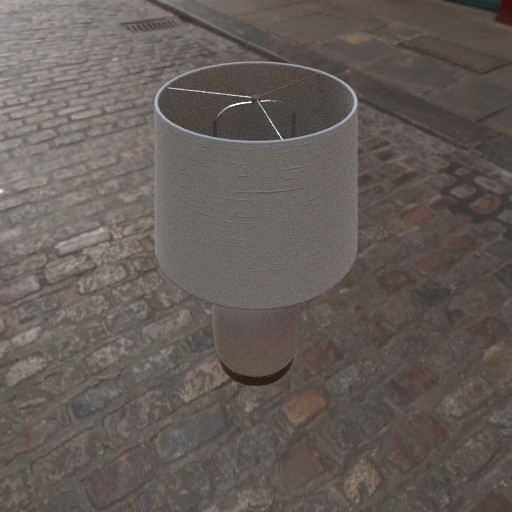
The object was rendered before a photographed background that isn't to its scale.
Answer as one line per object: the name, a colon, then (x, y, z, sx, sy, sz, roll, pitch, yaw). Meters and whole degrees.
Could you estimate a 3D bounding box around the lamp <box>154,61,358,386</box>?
lamp: (0.000, 0.000, 0.658, 0.285, 0.483, 0.285, 0, 42, 0)
